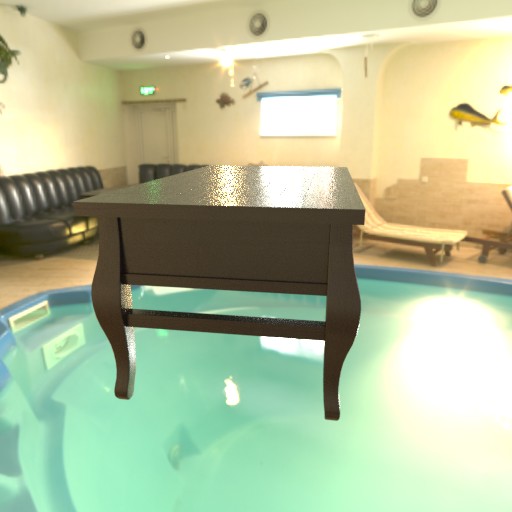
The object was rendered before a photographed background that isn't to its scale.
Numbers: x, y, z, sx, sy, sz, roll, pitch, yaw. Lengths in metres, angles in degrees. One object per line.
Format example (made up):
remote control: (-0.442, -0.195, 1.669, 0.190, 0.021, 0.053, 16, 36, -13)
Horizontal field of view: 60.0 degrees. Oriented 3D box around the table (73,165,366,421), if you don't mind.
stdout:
table: (0.000, 0.000, 1.430, 0.600, 0.494, 1.062, 3, 16, 9)
